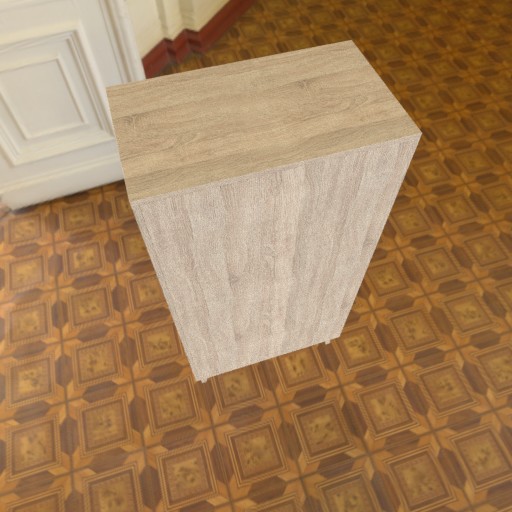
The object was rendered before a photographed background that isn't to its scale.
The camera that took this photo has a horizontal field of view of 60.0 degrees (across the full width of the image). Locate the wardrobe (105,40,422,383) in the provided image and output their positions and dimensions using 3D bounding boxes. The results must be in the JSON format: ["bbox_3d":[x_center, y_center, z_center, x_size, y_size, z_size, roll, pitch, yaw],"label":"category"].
[{"bbox_3d":[0.000,0.000,2.408,1.000,1.960,0.600,-15,58,-10],"label":"wardrobe"}]
